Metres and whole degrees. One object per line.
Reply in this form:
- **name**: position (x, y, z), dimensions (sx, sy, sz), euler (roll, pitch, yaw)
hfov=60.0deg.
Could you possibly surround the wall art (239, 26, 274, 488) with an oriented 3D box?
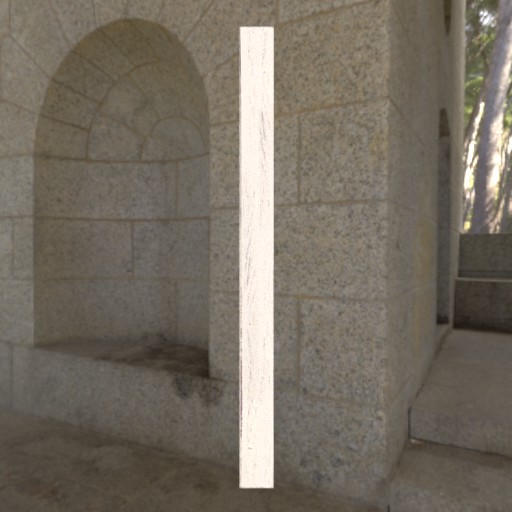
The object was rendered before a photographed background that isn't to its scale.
- **wall art**: position (0.000, 0.000, 0.741), dimensions (0.038, 0.508, 0.508), euler (0, 1, 0)
